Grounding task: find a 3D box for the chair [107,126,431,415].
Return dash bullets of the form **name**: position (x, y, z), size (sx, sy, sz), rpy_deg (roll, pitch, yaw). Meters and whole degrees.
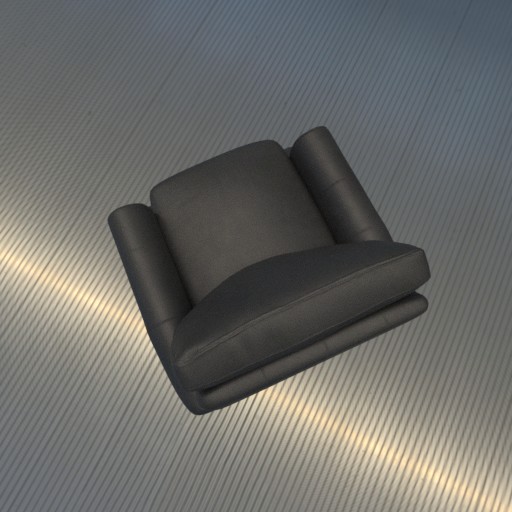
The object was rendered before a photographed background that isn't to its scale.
- **chair**: position (0.000, 0.000, 1.787), size (1.015, 0.960, 1.027), rpy_deg (-19, 75, -5)
